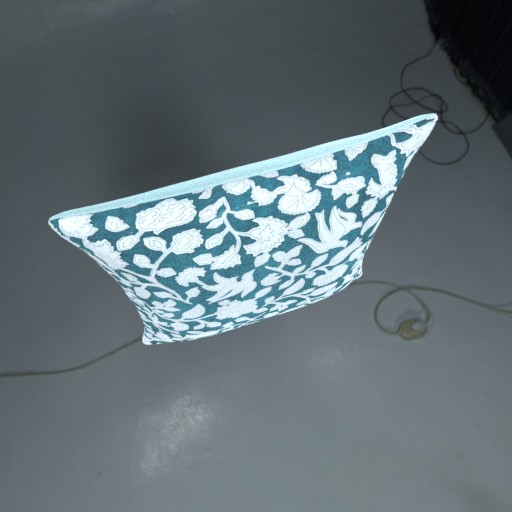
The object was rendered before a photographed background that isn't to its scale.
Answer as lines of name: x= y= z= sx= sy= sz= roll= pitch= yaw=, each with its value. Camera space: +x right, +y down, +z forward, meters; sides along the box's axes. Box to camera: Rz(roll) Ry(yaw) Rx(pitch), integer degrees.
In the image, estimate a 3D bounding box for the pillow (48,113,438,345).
pillow: x=0.000 y=0.000 z=0.788 sx=0.525 sy=0.508 sz=0.166 roll=-17 pitch=65 yaw=-8
